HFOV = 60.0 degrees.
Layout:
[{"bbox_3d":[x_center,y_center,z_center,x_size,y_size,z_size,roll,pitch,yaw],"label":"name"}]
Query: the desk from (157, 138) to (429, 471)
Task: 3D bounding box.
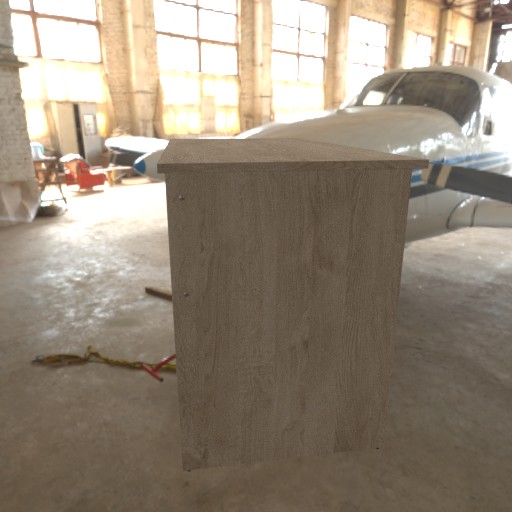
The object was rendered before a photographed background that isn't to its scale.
[{"bbox_3d":[0.000,0.000,1.510,0.560,0.730,1.096,-3,17,-9],"label":"desk"}]
